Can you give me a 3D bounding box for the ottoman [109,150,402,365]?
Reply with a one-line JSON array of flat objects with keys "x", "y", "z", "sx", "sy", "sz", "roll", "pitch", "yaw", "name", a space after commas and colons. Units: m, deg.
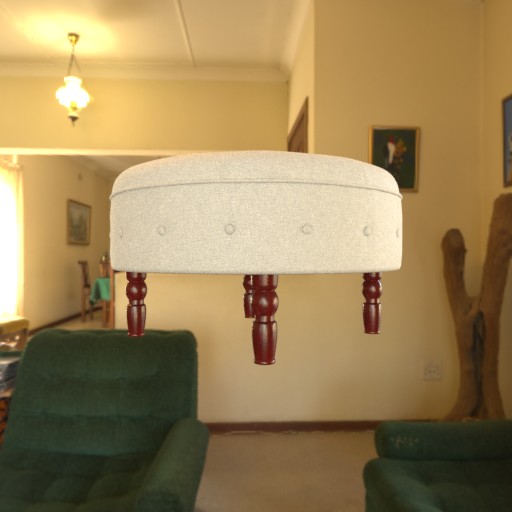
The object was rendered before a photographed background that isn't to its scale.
[{"x": 0.000, "y": 0.000, "z": 1.354, "sx": 0.849, "sy": 0.478, "sz": 0.849, "roll": 0, "pitch": 0, "yaw": 0, "name": "ottoman"}]
